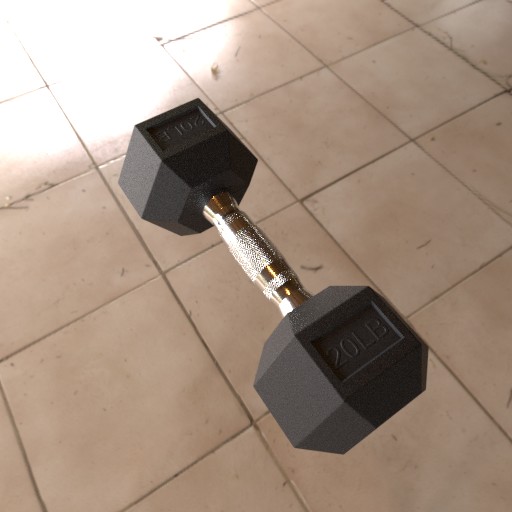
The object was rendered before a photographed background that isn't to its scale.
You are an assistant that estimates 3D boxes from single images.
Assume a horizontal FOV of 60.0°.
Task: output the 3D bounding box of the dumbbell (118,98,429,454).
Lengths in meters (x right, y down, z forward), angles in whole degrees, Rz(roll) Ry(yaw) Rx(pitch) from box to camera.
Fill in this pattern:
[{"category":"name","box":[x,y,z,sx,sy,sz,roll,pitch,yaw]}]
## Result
[{"category":"dumbbell","box":[0.000,0.000,0.346,0.116,0.101,0.297,-30,63,-17]}]
